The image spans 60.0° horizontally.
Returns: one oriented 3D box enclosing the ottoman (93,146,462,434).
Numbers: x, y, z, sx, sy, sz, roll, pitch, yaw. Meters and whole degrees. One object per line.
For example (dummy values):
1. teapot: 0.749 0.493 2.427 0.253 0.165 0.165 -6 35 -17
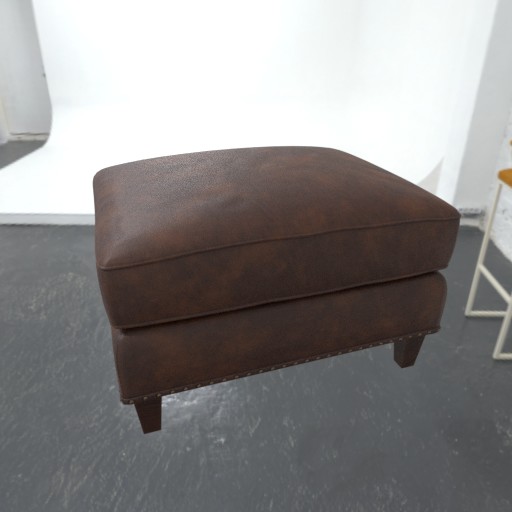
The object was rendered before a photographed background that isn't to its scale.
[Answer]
1. ottoman: 0.000 0.000 1.134 0.742 0.486 0.586 -9 28 -17
